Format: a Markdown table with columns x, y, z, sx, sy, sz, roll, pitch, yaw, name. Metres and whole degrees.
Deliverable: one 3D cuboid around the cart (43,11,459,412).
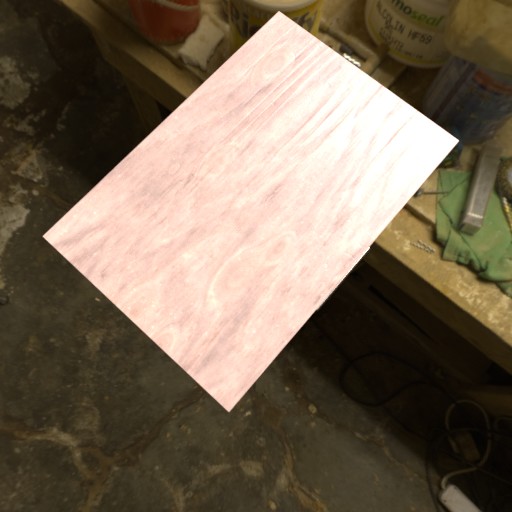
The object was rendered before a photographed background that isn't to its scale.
| x | y | z | sx | sy | sz | roll | pitch | yaw | name |
| --- | --- | --- | --- | --- | --- | --- | --- | --- | --- |
| 0.000 | 0.000 | 1.125 | 0.403 | 0.839 | 0.584 | 40 | 79 | 10 | cart |
